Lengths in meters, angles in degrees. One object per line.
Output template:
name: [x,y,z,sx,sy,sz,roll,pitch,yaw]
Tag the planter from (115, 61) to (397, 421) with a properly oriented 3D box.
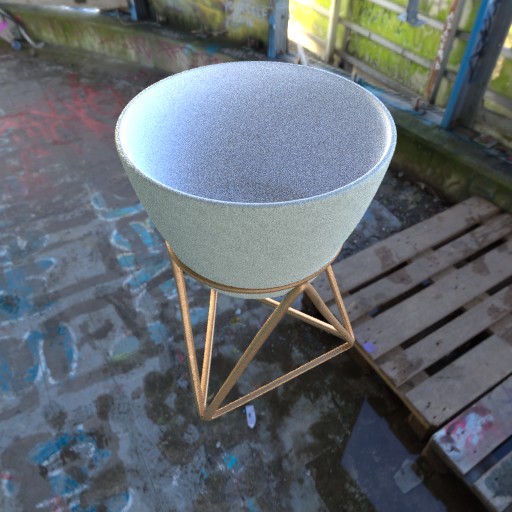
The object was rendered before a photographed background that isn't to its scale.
planter: [0.000,0.000,0.743,0.350,0.504,0.350,-22,50,-20]
